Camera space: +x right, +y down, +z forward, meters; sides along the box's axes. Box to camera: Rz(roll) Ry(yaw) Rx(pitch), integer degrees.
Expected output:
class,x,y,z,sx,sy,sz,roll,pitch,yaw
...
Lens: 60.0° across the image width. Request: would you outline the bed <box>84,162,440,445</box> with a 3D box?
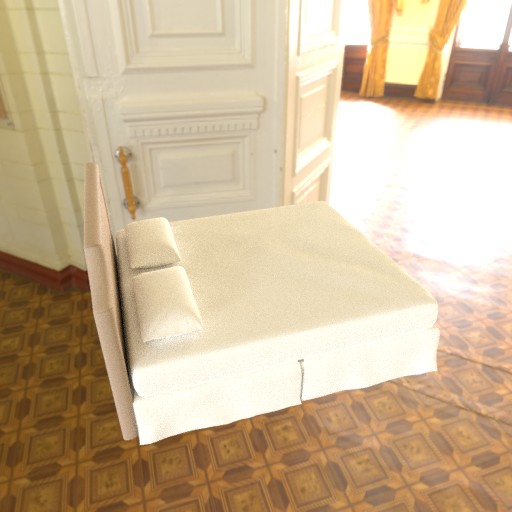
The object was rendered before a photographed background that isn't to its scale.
class,x,y,z,sx,sy,sz,roll,pitch,yaw
bed,0.000,0.000,4.172,2.773,1.590,2.350,-10,33,-15
